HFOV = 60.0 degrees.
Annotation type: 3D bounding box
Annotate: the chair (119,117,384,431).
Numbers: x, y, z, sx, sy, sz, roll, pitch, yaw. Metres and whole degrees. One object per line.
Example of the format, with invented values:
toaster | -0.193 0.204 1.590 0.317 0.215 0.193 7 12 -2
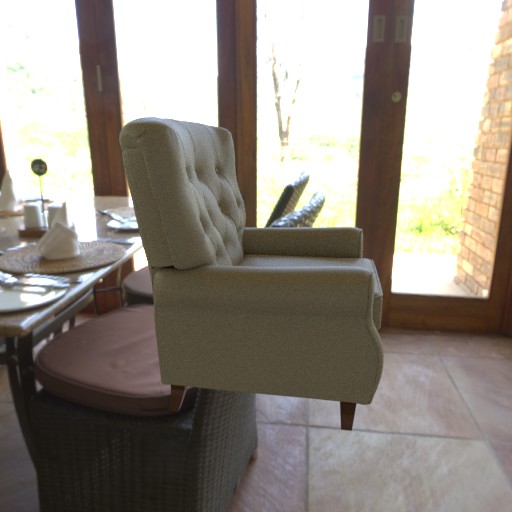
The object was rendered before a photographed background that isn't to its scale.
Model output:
chair | 0.000 0.000 1.937 1.059 1.158 0.943 3 15 10
